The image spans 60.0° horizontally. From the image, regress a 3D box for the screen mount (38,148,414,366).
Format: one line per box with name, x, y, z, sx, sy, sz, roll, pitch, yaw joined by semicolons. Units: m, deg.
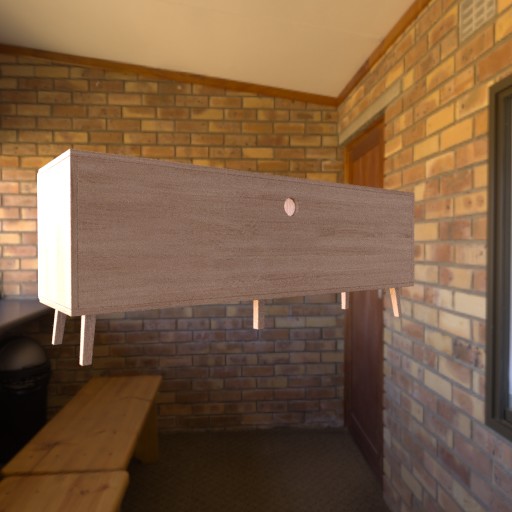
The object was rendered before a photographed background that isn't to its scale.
screen mount;0.000;0.000;1.751;1.500;0.570;0.420;-1;1;-37
